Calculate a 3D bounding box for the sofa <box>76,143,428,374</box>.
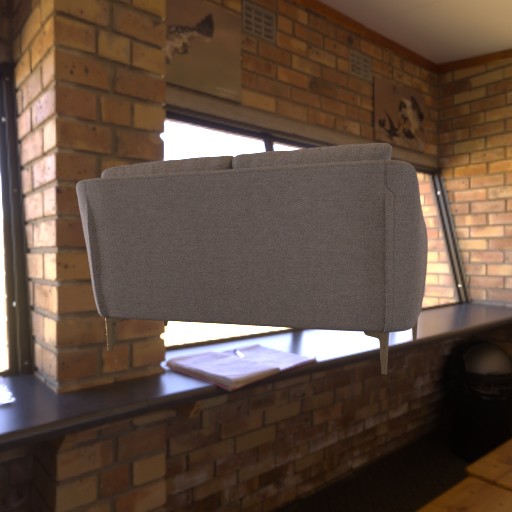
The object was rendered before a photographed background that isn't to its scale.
[{"bbox_3d":[0.000,0.000,2.196,1.619,0.904,0.960,0,0,19],"label":"sofa"}]
